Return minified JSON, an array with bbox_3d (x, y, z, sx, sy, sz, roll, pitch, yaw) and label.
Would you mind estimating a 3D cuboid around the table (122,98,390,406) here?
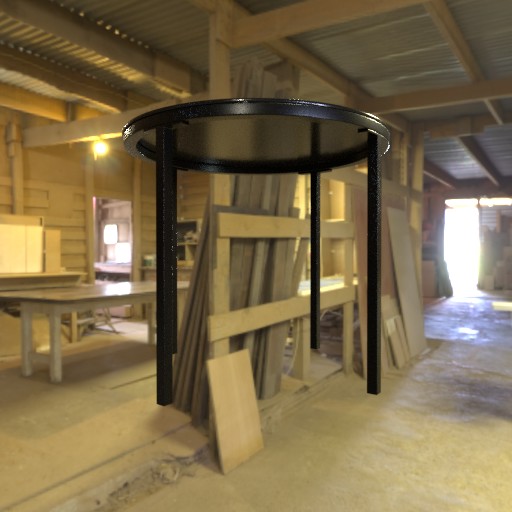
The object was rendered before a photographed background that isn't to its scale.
[{"bbox_3d":[0.000,0.000,0.863,0.499,0.443,0.499,0,1,0],"label":"table"}]
